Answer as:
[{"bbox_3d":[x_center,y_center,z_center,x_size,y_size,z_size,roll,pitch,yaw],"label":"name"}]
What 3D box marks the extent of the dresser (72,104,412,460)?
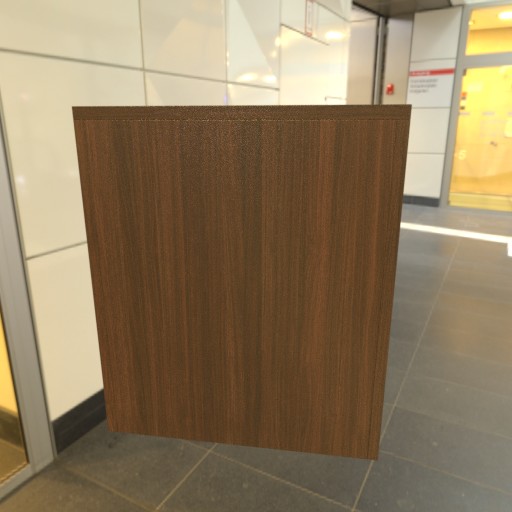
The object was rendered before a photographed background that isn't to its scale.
[{"bbox_3d":[0.000,0.000,0.750,0.400,0.470,0.360,3,17,8],"label":"dresser"}]
